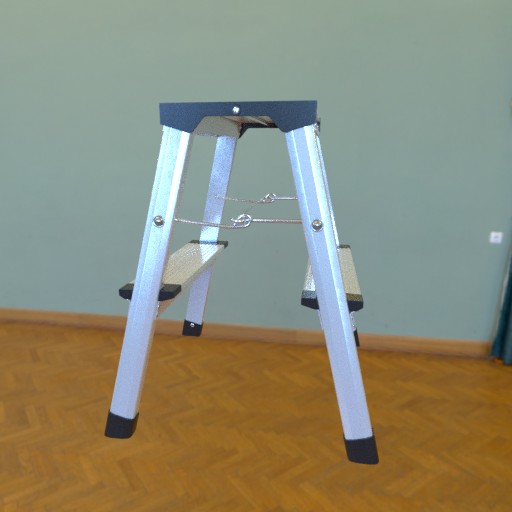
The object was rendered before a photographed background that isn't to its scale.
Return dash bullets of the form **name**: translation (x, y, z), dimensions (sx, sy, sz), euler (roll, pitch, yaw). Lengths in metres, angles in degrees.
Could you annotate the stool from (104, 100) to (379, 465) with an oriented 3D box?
- **stool**: translation (0.000, 0.000, 0.774), dimensions (0.405, 0.480, 0.404), euler (2, 14, 9)
